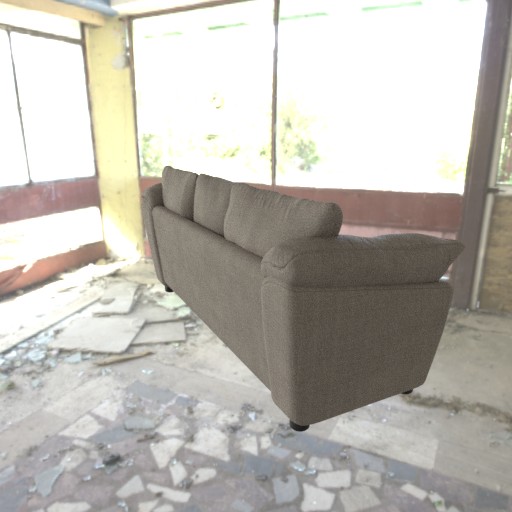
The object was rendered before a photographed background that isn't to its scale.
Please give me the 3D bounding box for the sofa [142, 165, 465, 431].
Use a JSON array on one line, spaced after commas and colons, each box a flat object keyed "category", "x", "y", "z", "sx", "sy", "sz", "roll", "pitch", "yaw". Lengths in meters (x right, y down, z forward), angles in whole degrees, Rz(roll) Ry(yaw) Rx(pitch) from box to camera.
[{"category": "sofa", "x": 0.000, "y": 0.000, "z": 2.759, "sx": 0.878, "sy": 0.996, "sz": 2.334, "roll": -8, "pitch": 18, "yaw": -26}]
